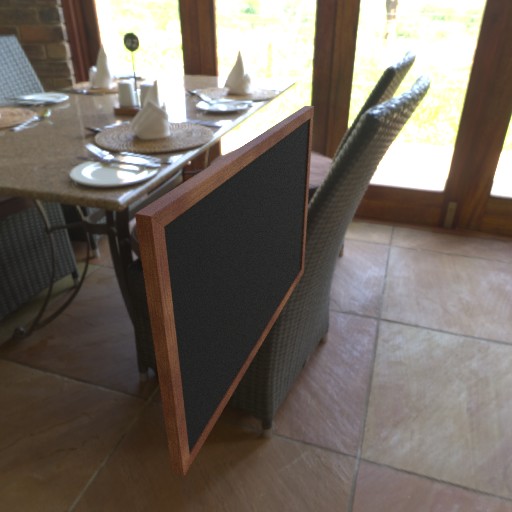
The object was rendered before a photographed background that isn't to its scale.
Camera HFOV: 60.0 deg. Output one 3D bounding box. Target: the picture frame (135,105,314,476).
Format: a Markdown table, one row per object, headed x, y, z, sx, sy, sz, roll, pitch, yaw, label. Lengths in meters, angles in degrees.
| x | y | z | sx | sy | sz | roll | pitch | yaw | label |
| --- | --- | --- | --- | --- | --- | --- | --- | --- | --- |
| 0.000 | 0.000 | 1.231 | 0.029 | 0.640 | 0.950 | 11 | 31 | 19 | picture frame |
